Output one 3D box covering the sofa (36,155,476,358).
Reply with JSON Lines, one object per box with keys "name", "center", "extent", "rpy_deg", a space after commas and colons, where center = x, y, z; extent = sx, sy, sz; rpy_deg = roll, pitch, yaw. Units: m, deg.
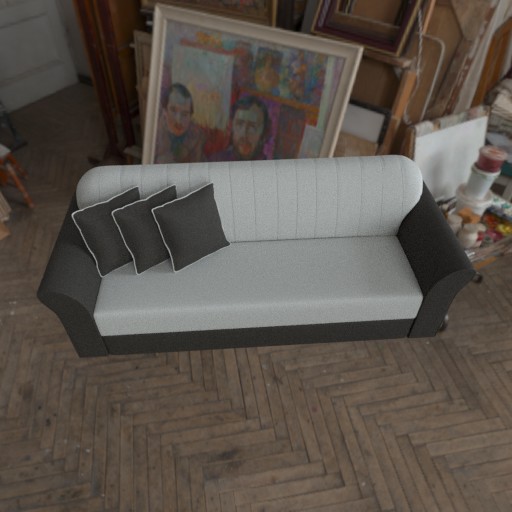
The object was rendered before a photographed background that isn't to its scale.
{"name": "sofa", "center": [0.000, 0.000, 2.406], "extent": [2.001, 0.787, 0.755], "rpy_deg": [-3, 45, -3]}
